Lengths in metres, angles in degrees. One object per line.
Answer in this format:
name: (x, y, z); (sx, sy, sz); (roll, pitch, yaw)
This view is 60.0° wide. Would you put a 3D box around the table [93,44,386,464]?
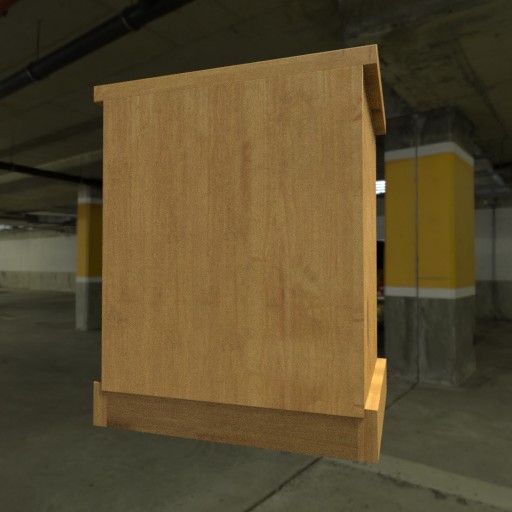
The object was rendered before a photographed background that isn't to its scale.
table: (0.000, 0.000, 1.196); (0.660, 0.813, 0.500); (0, -1, 18)
